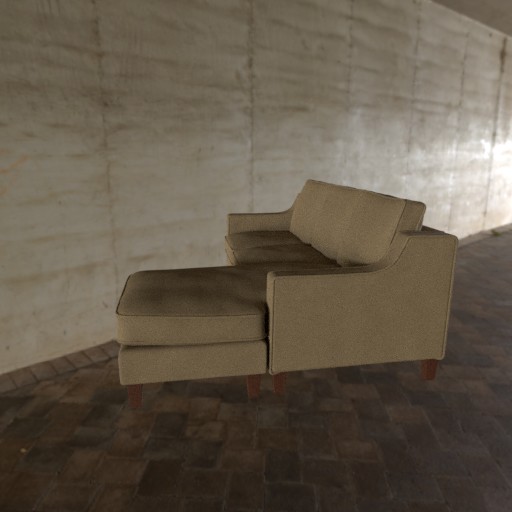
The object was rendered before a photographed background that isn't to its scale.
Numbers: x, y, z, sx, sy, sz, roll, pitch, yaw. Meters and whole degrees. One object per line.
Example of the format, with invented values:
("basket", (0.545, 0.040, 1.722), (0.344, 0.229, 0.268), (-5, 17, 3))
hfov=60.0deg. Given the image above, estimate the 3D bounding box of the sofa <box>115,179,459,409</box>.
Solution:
("sofa", (0.000, 0.000, 3.411), (1.858, 1.066, 2.317), (-2, 14, -9))
